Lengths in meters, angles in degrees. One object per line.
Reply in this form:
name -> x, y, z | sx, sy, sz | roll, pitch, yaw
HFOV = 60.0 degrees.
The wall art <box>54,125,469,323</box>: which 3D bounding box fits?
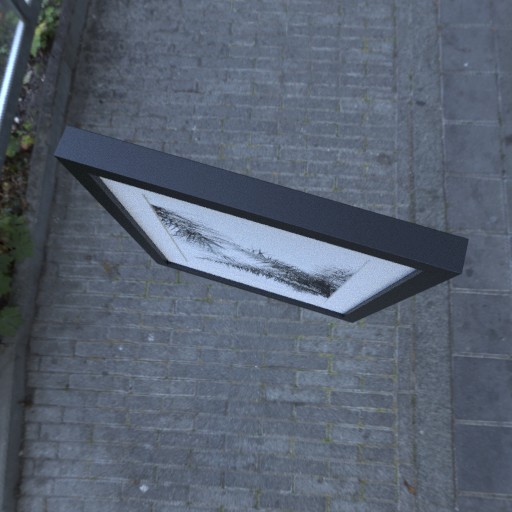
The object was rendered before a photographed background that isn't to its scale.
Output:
wall art -> 0.000, 0.000, 0.525 | 0.325, 0.380, 0.028 | 17, 77, 4
